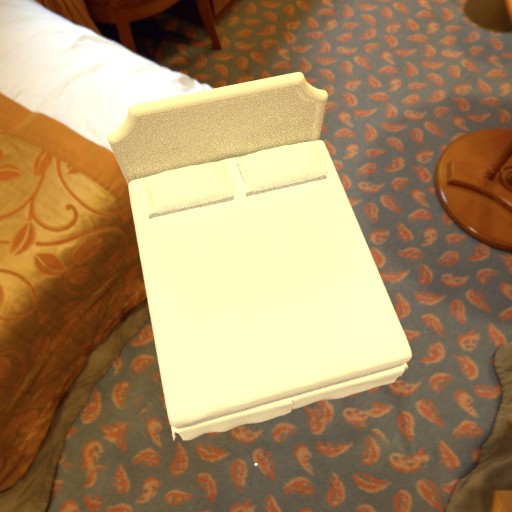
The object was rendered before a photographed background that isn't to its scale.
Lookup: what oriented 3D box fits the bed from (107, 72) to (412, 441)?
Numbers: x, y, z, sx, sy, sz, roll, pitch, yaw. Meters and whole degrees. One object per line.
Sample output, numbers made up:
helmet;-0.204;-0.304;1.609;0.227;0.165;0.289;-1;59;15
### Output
bed;0.000;0.000;4.209;2.350;1.590;2.773;-14;66;-6
